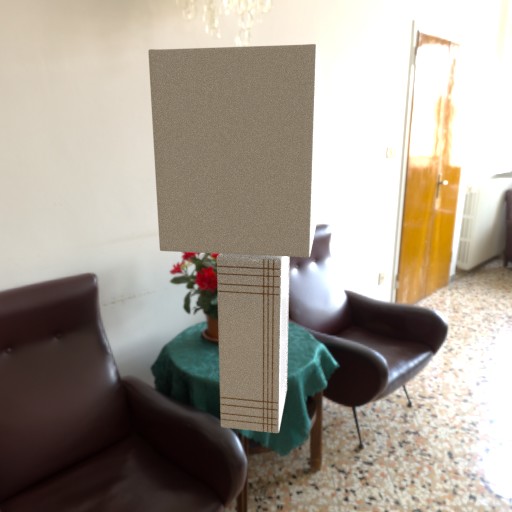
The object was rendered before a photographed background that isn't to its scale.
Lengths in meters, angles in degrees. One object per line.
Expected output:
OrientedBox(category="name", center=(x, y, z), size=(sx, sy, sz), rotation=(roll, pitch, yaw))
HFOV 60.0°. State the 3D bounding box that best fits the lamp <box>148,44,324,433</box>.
OrientedBox(category="lamp", center=(0.000, 0.000, 0.693), size=(0.182, 0.543, 0.334), rotation=(3, 15, 9))
